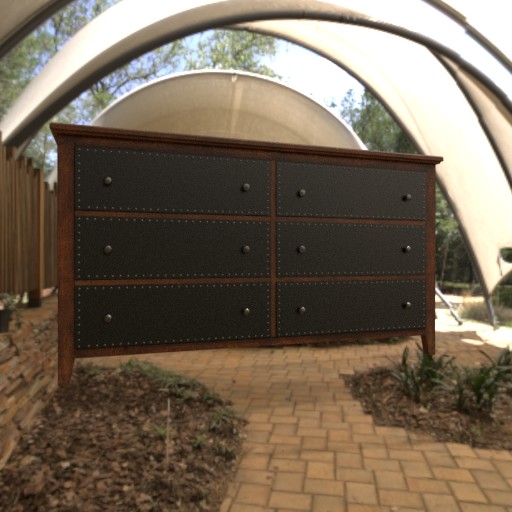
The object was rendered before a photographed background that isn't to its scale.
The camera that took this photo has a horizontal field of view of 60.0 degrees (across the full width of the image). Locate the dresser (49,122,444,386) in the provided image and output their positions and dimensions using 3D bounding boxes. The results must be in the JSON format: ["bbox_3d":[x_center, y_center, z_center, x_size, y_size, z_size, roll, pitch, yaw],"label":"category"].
[{"bbox_3d":[0.000,0.000,1.880,1.551,0.856,0.463,0,0,-18],"label":"dresser"}]
